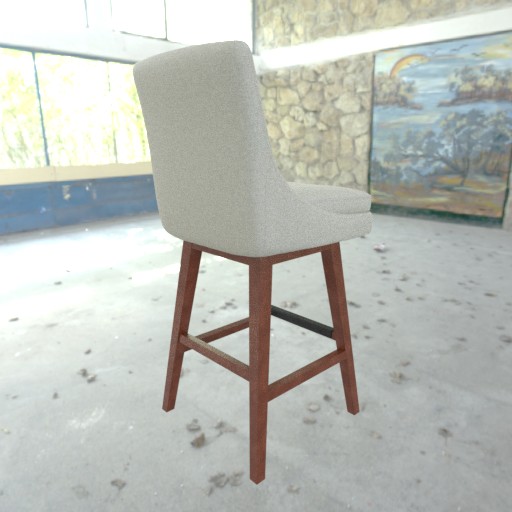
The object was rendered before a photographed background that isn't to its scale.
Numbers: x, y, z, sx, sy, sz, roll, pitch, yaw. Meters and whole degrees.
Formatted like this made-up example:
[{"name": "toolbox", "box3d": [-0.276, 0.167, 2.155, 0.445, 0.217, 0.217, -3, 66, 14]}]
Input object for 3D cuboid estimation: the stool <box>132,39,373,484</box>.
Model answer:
[{"name": "stool", "box3d": [0.000, 0.000, 1.347, 0.559, 1.092, 0.470, -14, 20, -42]}]
